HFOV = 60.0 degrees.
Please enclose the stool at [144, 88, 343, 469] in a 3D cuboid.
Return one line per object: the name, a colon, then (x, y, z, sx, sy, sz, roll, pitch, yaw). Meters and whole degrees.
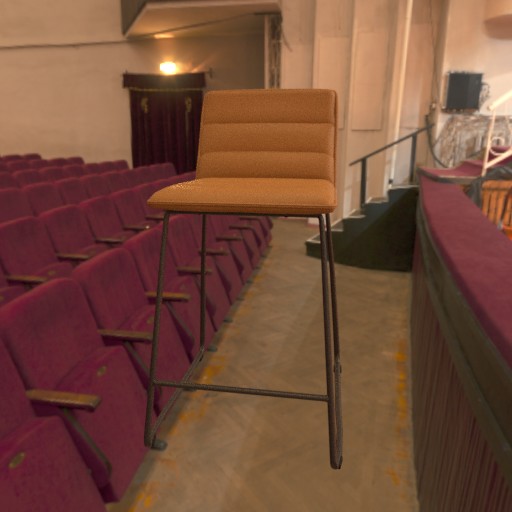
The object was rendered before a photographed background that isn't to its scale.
stool: (0.000, 0.000, 1.157, 0.489, 0.866, 0.524, 2, 15, 9)
